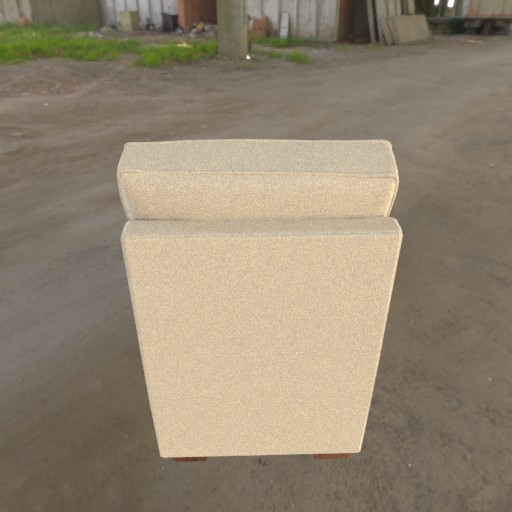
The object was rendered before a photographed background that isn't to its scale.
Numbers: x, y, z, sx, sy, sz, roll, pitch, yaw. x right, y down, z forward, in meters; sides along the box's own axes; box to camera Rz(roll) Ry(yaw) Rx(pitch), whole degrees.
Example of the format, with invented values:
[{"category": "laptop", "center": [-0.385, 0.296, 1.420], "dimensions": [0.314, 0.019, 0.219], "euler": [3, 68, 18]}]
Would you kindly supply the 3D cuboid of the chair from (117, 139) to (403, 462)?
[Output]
[{"category": "chair", "center": [0.000, 0.000, 1.497], "dimensions": [0.621, 0.970, 0.938], "euler": [-1, 30, -1]}]
